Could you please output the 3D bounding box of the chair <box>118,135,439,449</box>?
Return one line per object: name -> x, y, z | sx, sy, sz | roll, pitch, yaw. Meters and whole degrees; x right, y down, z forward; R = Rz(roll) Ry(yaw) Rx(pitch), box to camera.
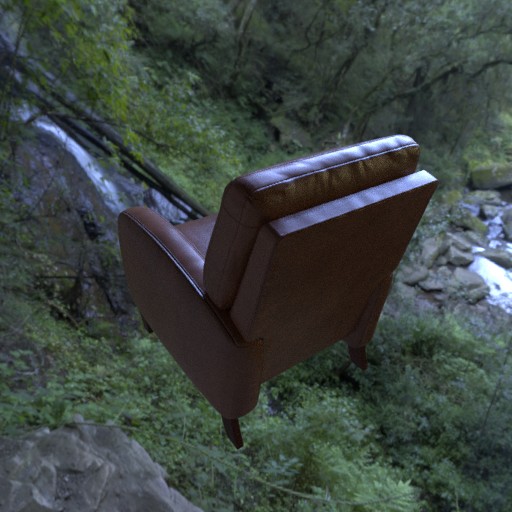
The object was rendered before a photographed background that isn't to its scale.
chair -> 0.000, 0.000, 1.671 | 0.762, 0.990, 0.990 | -21, 37, -30
